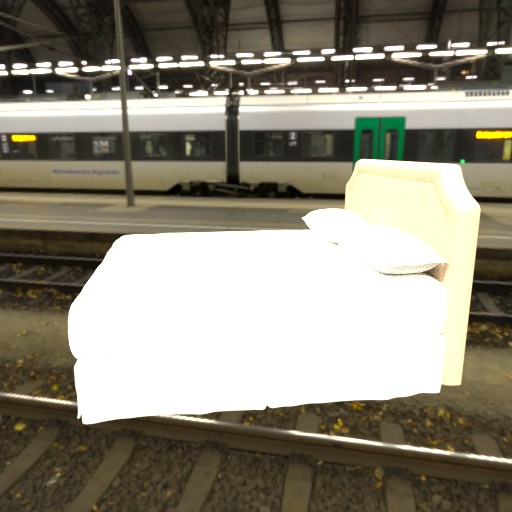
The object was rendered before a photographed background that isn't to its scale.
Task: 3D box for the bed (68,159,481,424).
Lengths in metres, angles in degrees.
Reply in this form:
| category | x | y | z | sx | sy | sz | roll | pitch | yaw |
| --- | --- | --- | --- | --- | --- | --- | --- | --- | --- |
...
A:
| category | x | y | z | sx | sy | sz | roll | pitch | yaw |
| --- | --- | --- | --- | --- | --- | --- | --- | --- | --- |
| bed | 0.000 | 0.000 | 3.662 | 2.548 | 1.524 | 2.134 | -2 | 14 | -9 |
